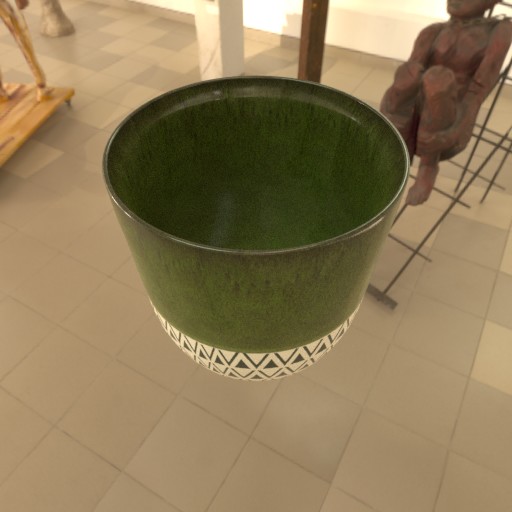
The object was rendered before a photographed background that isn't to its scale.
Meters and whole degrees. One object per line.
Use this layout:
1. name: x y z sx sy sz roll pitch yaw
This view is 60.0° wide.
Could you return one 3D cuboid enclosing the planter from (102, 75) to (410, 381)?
1. planter: 0.000 0.000 0.460 0.245 0.270 0.245 0 47 0
